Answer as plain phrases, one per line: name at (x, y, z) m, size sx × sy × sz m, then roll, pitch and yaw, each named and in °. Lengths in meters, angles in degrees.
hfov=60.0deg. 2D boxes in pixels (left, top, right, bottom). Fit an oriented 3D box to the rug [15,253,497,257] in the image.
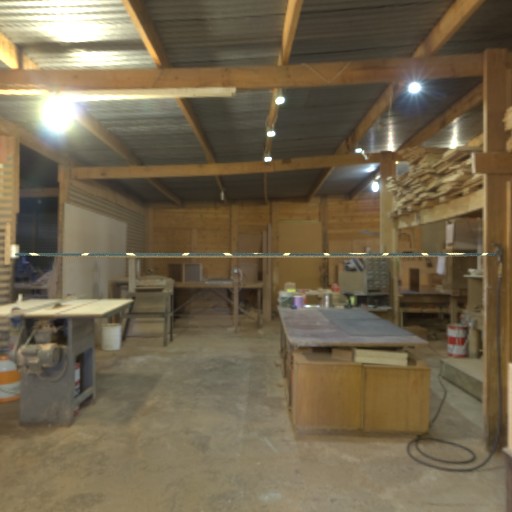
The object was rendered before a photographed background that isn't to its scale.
rug at (0.000, 0.000, 2.714) m, size 2.134 × 0.010 × 1.524 m, roll 0°, pitch -1°, yaw 0°
